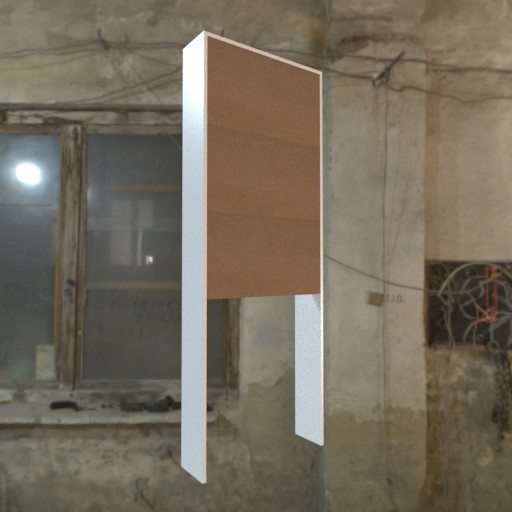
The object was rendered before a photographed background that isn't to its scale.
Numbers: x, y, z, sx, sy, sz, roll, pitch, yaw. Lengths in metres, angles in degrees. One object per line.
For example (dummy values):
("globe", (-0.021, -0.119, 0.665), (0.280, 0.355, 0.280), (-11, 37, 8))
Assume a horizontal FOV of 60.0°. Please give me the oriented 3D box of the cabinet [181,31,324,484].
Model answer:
("cabinet", (0.000, 0.000, 1.995), (0.643, 1.770, 0.192), (1, -2, -35))
